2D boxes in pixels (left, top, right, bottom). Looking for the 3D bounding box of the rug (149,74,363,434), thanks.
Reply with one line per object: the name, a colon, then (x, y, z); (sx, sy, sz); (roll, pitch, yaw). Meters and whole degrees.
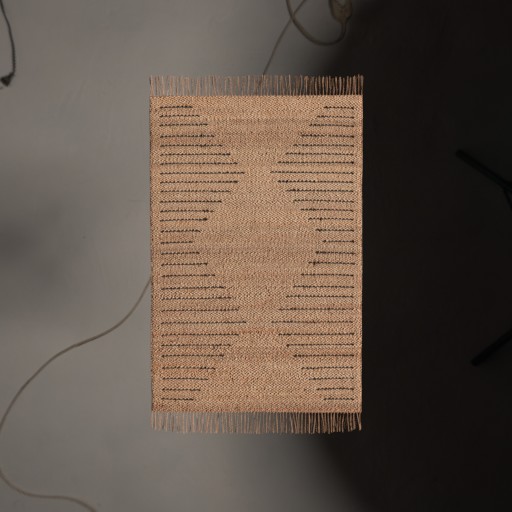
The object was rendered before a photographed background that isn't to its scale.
rug: (0.000, 0.000, 2.562); (1.224, 0.027, 2.085); (0, 91, 0)
